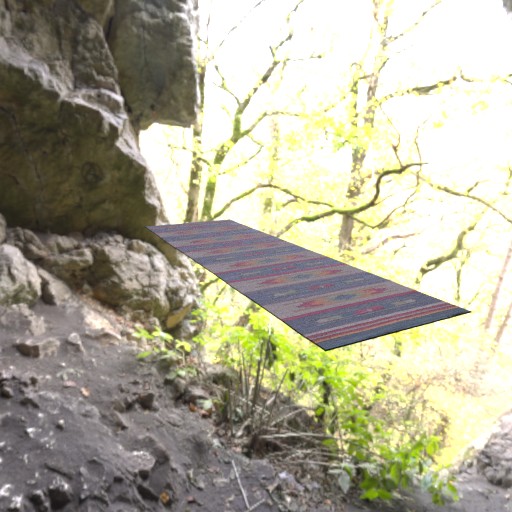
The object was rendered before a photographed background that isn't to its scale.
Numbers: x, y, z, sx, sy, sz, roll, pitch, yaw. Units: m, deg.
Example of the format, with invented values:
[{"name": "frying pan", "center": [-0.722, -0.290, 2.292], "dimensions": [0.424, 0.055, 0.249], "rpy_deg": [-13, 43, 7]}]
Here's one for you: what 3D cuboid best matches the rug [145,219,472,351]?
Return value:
[{"name": "rug", "center": [0.000, 0.000, 2.726], "dimensions": [0.760, 0.009, 2.440], "rpy_deg": [-8, 17, -27]}]
